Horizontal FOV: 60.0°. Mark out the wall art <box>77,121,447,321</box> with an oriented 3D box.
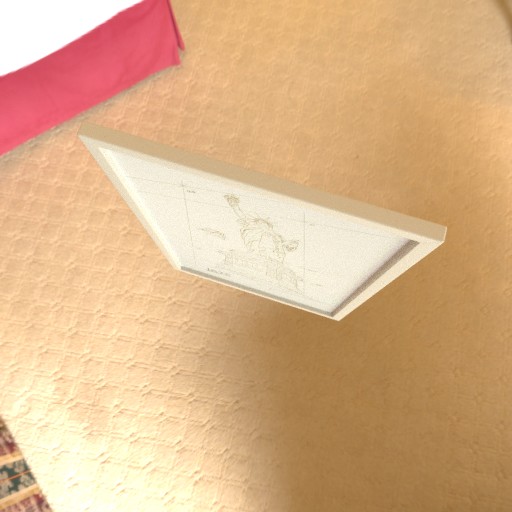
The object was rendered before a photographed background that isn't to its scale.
[{"bbox_3d":[0.000,0.000,1.499,0.808,1.183,0.038,17,75,5],"label":"wall art"}]
